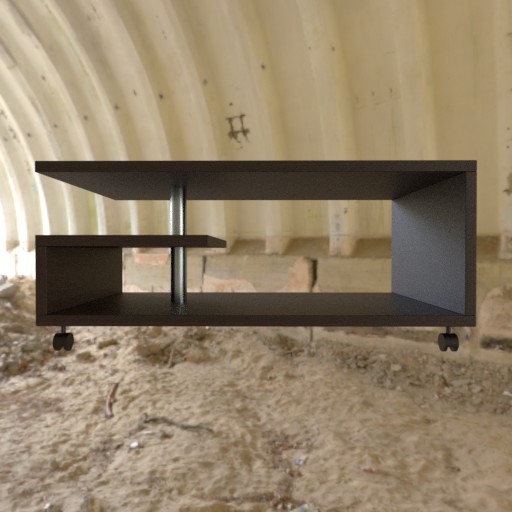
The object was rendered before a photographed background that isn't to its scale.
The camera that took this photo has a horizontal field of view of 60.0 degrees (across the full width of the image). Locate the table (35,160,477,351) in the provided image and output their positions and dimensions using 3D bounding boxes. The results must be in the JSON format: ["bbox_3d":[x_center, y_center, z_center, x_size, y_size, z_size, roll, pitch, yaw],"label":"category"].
[{"bbox_3d":[0.000,0.000,1.348,1.050,0.460,0.590,0,1,0],"label":"table"}]
